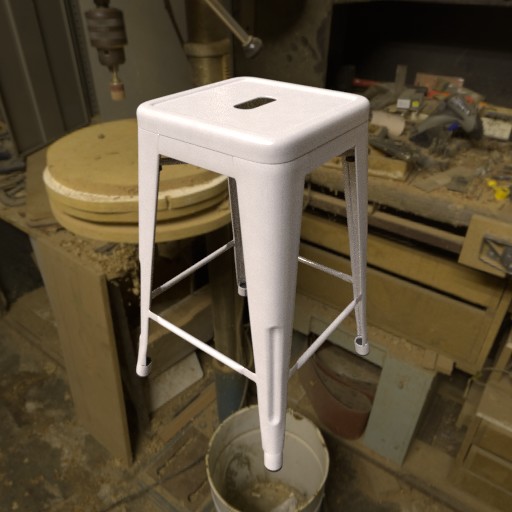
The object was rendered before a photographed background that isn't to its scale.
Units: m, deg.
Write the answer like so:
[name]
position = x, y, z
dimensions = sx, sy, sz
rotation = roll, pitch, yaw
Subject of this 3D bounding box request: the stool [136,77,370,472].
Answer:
[stool]
position = 0.000, 0.000, 0.892
dimensions = 0.406, 0.610, 0.406
rotation = 23, 40, 31
